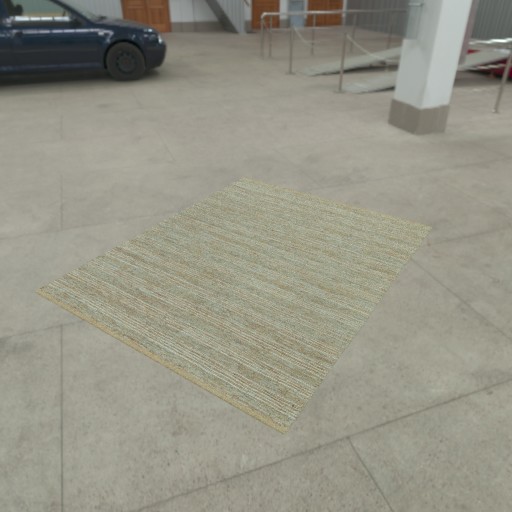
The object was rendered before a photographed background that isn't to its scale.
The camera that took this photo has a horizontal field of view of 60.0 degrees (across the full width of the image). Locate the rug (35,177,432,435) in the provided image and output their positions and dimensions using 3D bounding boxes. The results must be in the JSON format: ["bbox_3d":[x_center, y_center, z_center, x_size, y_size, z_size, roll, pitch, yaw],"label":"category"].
[{"bbox_3d":[0.000,0.000,4.213,2.471,0.012,3.034,20,37,28],"label":"rug"}]
